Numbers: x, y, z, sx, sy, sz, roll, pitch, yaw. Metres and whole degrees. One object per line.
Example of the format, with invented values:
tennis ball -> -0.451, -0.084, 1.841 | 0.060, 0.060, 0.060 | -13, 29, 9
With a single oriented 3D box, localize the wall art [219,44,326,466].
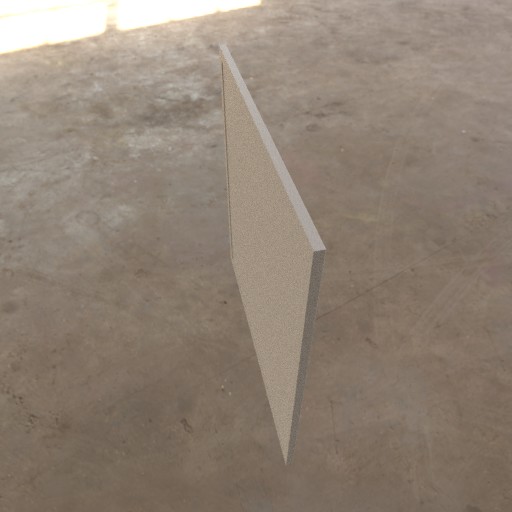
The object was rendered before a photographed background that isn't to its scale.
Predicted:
wall art -> 0.000, 0.000, 0.971 | 0.015, 0.660, 0.660 | -9, 46, -9
